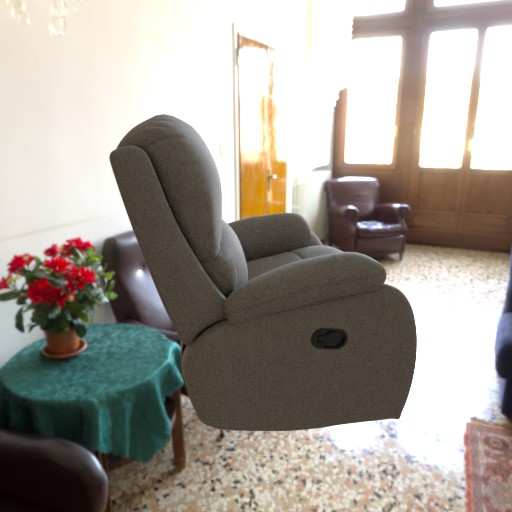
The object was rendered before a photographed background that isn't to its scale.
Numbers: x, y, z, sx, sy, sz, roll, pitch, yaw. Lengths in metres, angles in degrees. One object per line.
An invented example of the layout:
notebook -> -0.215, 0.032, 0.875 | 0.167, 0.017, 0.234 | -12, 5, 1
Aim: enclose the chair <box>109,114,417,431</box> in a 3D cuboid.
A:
chair -> 0.000, 0.000, 1.671 | 0.899, 1.011, 0.930 | -3, 16, -11
